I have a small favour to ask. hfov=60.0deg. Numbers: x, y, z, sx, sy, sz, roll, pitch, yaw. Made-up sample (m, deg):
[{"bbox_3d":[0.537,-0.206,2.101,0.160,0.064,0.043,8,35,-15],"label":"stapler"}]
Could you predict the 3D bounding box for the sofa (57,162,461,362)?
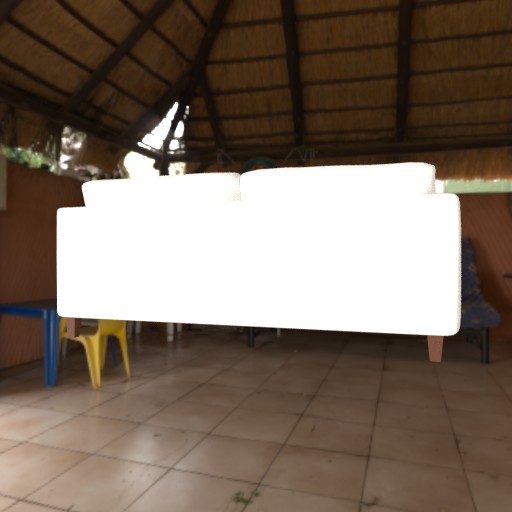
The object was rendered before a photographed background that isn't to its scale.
[{"bbox_3d":[0.000,0.000,2.646,2.139,0.933,0.924,0,0,17],"label":"sofa"}]
